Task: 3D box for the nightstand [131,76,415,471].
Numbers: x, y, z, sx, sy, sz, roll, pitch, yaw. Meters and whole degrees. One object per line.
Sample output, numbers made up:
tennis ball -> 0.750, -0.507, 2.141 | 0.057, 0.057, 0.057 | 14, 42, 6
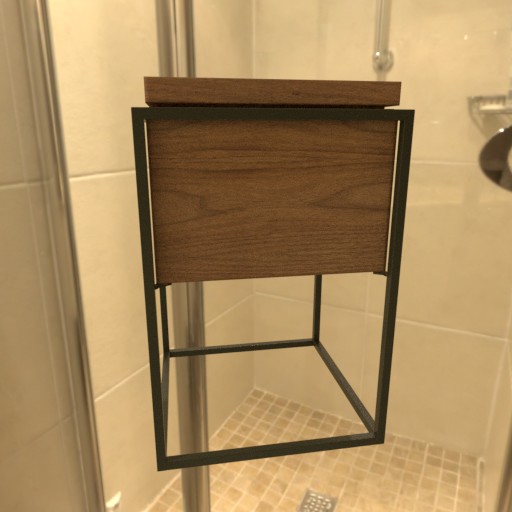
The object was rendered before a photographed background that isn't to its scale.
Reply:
nightstand -> 0.000, 0.000, 0.865 | 0.397, 0.607, 0.397 | -3, 16, -9
